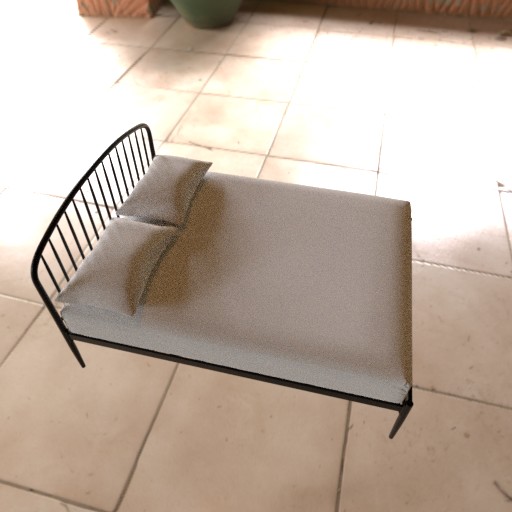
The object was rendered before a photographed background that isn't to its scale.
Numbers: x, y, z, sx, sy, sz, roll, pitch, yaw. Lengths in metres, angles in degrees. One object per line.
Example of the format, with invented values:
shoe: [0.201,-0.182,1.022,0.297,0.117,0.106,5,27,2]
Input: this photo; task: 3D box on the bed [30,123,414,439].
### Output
bed: [0.000,0.000,3.055,2.159,1.166,1.618,10,47,9]
